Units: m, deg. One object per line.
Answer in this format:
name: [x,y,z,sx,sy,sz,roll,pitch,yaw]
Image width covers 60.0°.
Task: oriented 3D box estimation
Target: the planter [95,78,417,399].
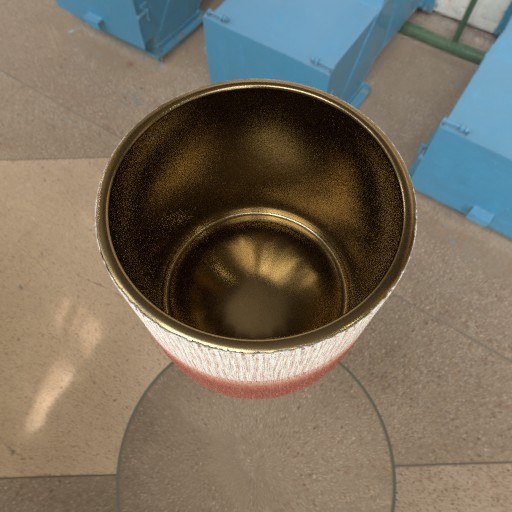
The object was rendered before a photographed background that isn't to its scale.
planter: [0.000,0.000,0.312,0.178,0.157,0.178,0,65,0]
